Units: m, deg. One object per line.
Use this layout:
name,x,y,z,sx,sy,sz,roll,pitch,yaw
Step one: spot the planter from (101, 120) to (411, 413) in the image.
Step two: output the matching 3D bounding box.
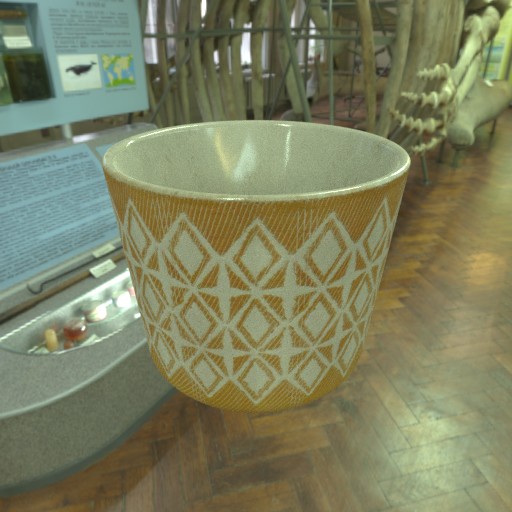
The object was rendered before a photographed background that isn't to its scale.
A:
planter,0.000,0.000,0.213,0.126,0.104,0.126,0,27,0
